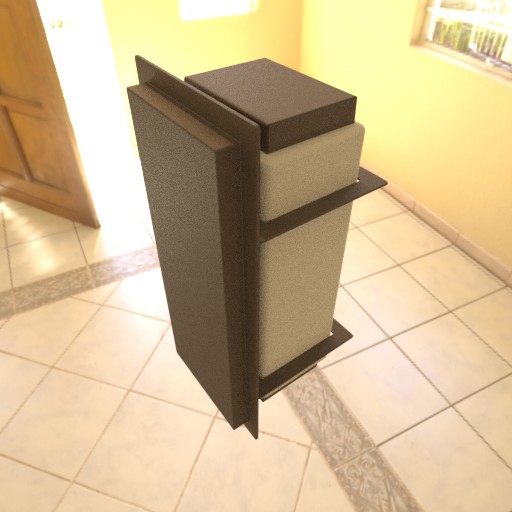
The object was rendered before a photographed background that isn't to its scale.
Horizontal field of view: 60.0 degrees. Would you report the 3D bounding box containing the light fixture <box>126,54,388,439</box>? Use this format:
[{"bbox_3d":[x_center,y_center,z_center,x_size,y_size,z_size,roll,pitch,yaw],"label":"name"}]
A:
[{"bbox_3d":[0.000,0.000,0.421,0.146,0.347,0.153,-26,47,-27],"label":"light fixture"}]
